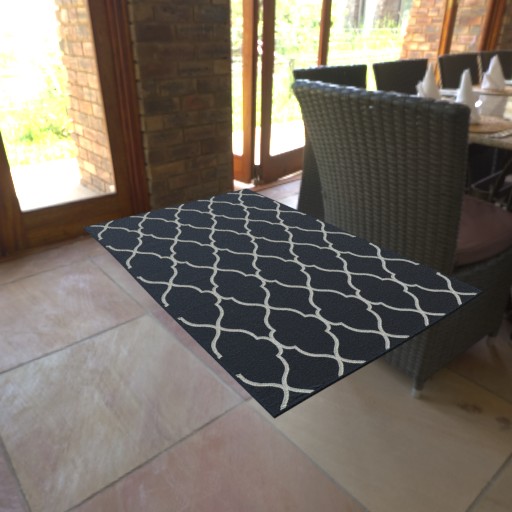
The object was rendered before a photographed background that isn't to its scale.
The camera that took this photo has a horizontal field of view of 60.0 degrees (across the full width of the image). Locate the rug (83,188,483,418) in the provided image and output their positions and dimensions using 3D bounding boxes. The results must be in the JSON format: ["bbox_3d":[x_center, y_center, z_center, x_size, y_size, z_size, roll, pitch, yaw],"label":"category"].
[{"bbox_3d":[0.000,0.000,2.905,1.526,0.014,2.290,-19,33,-32],"label":"rug"}]
